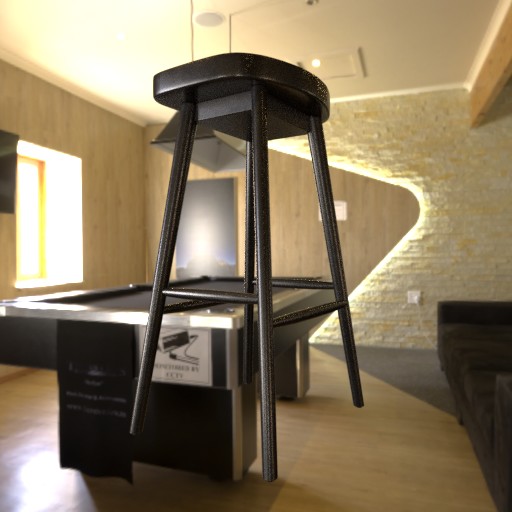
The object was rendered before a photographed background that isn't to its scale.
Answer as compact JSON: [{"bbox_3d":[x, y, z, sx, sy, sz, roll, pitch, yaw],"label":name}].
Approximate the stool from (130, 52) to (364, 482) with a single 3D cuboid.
[{"bbox_3d":[0.000,0.000,1.010,0.361,0.749,0.440,1,1,34],"label":"stool"}]
